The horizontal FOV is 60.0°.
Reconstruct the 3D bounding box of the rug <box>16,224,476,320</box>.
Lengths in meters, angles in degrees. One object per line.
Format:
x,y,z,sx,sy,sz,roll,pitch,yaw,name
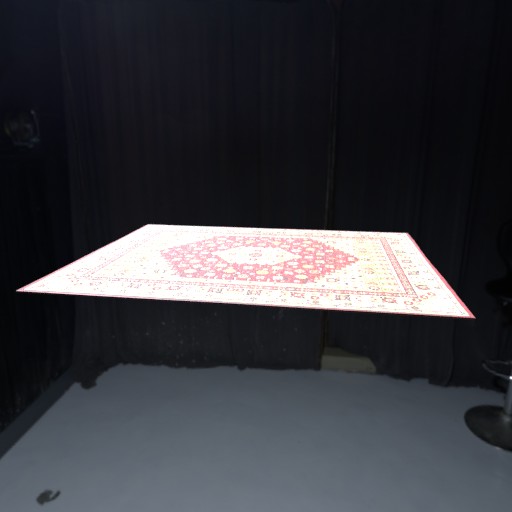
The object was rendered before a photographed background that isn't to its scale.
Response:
0.000,0.000,4.024,3.053,0.013,2.387,2,16,9,rug
